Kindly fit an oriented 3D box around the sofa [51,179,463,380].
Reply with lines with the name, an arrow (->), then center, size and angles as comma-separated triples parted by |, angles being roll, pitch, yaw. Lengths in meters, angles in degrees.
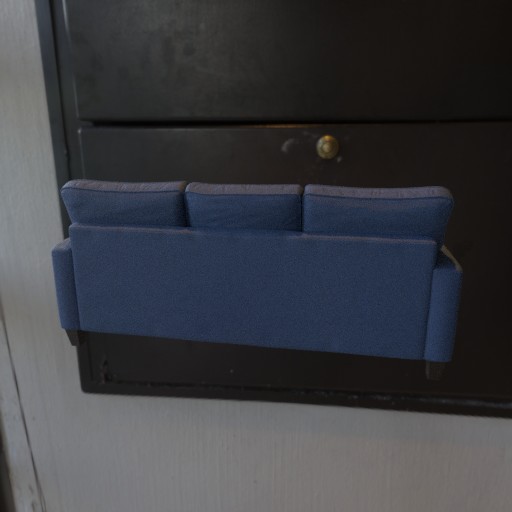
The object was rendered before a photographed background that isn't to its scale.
sofa -> 0.000, 0.000, 2.701 | 2.158, 0.965, 0.951 | 3, 16, 10
